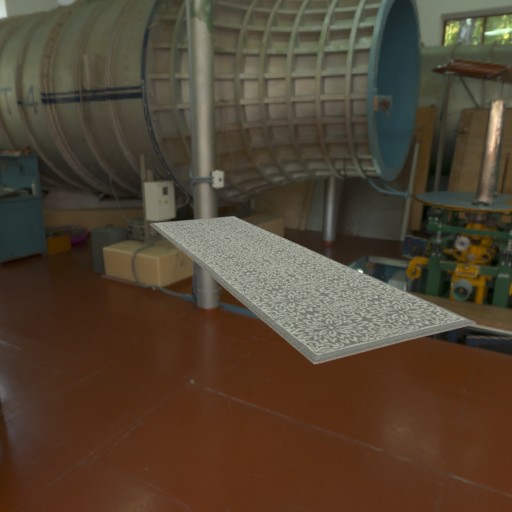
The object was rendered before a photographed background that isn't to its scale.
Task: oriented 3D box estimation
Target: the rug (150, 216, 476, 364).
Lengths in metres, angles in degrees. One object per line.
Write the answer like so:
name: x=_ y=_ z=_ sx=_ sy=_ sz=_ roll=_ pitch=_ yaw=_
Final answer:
rug: x=0.000 y=0.000 z=2.357 sx=0.662 sy=0.011 sz=2.196 roll=-7 pitch=17 yaw=-24
